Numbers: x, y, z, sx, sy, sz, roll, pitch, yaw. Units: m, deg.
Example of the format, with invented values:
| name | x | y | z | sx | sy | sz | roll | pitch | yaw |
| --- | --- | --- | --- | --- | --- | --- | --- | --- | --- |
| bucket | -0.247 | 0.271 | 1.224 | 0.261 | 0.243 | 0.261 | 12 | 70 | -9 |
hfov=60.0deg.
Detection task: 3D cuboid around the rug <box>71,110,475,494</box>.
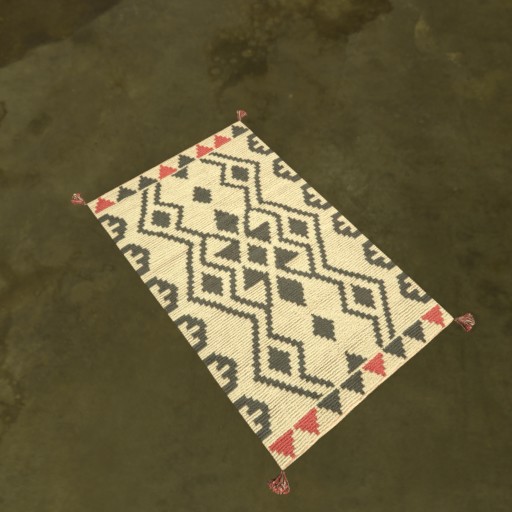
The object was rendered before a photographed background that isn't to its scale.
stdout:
| name | x | y | z | sx | sy | sz | roll | pitch | yaw |
| --- | --- | --- | --- | --- | --- | --- | --- | --- | --- |
| rug | 0.000 | 0.000 | 3.255 | 1.741 | 0.066 | 2.672 | -34 | 65 | -18 |
